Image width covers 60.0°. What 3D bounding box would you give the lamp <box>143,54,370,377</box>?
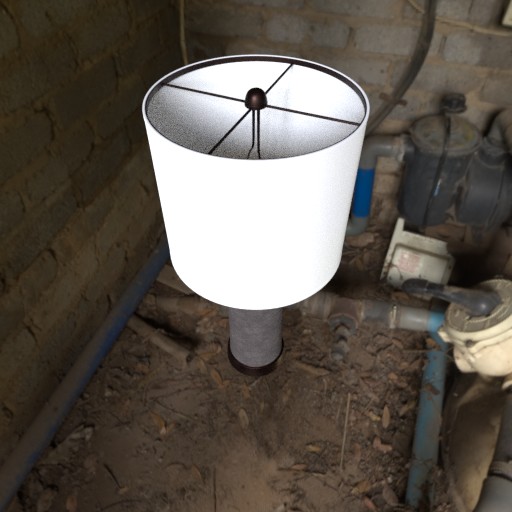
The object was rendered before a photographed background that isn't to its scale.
[{"bbox_3d":[0.000,0.000,0.810,0.301,0.630,0.301,-16,47,-15],"label":"lamp"}]
